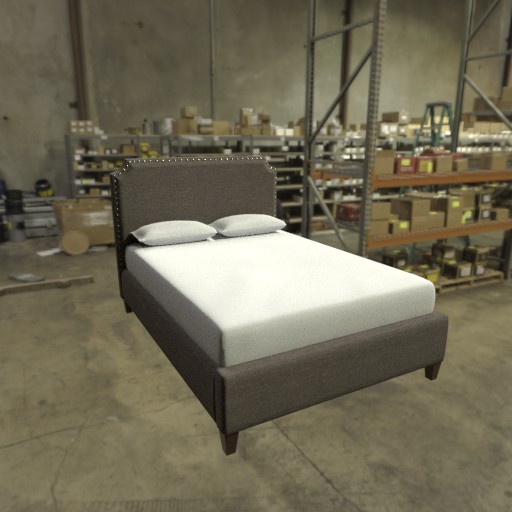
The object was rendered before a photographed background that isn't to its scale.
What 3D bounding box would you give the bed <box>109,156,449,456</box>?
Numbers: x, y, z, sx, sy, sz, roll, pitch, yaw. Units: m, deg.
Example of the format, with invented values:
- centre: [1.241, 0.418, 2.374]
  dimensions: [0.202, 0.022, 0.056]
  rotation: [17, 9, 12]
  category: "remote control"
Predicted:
- centre: [0.000, 0.000, 3.526]
  dimensions: [1.713, 1.457, 2.381]
  rotation: [-8, 17, -28]
  category: "bed"
